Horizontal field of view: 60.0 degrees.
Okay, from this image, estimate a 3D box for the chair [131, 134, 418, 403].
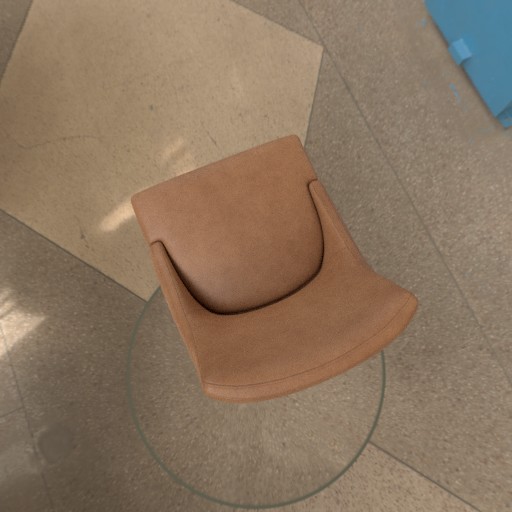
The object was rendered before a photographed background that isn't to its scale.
[{"bbox_3d":[0.000,0.000,1.522,0.701,0.909,0.861,-22,77,-5],"label":"chair"}]
